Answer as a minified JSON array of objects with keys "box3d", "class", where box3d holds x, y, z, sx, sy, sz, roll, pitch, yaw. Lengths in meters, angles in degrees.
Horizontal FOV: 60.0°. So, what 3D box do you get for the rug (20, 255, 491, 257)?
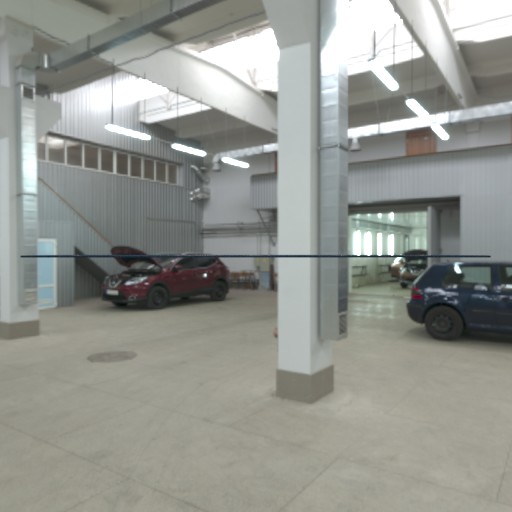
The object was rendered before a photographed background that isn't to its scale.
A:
[{"box3d":[0.000,0.000,2.675,2.448,0.012,0.769,0,0,-1],"class":"rug"}]
